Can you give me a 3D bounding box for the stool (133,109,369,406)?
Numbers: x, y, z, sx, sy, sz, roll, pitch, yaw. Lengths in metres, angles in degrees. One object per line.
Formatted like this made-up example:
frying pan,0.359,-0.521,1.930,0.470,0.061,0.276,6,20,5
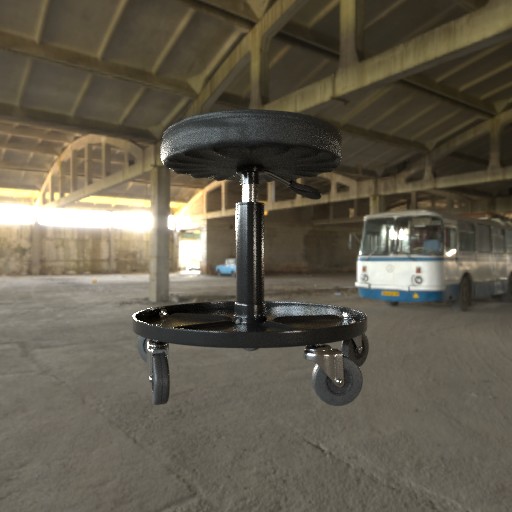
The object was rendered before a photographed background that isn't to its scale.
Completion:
stool,0.000,0.000,0.680,0.382,0.365,0.381,0,0,-36
